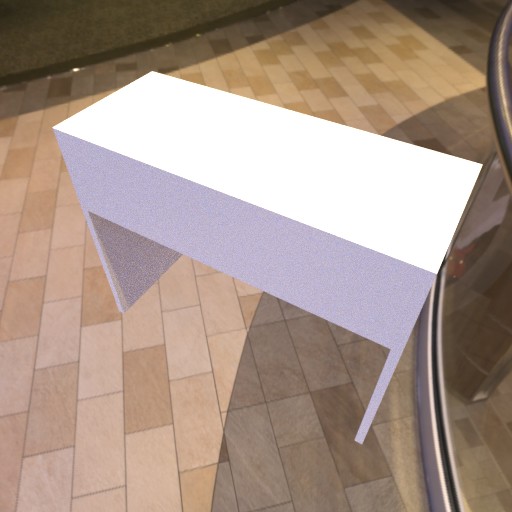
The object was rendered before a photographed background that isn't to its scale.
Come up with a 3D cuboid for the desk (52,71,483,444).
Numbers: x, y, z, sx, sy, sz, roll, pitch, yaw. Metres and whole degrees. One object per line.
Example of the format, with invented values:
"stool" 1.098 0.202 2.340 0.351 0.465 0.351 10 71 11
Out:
"desk" 0.000 0.000 1.383 1.000 0.790 0.400 23 50 21
